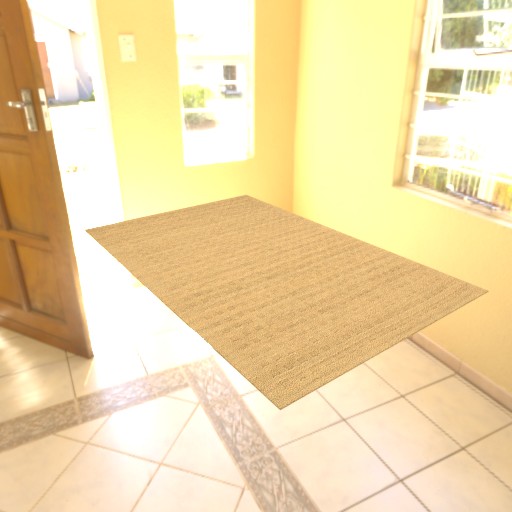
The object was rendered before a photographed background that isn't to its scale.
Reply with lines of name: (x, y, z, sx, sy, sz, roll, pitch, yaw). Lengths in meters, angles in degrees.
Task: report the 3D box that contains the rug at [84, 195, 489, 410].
rug: (0.000, 0.000, 2.198, 1.142, 0.006, 1.752, -17, 30, -33)
